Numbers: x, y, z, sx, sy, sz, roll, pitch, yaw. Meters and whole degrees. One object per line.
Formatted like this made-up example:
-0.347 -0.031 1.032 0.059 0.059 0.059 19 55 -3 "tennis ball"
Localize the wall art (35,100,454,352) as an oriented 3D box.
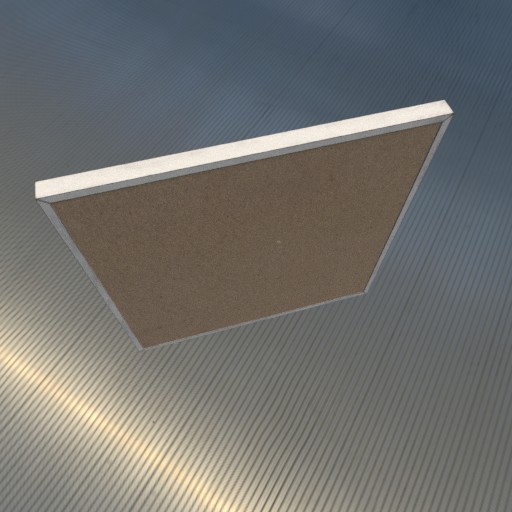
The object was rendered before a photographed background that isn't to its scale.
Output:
0.000 0.000 1.115 0.762 0.762 0.038 -13 60 -8 "wall art"
